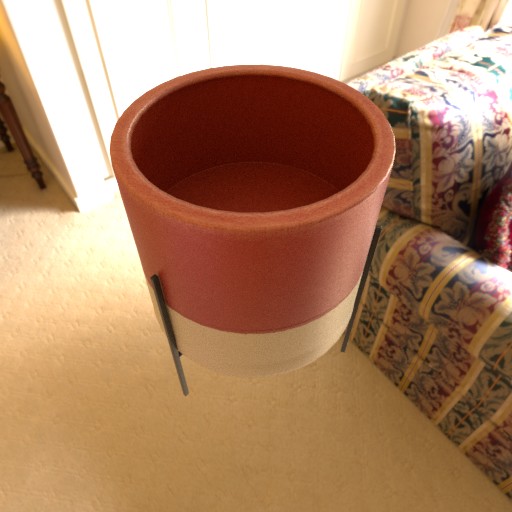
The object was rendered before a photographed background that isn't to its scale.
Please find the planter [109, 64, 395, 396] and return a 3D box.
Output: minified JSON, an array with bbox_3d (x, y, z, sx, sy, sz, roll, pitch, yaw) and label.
[{"bbox_3d":[0.000,0.000,0.711,0.354,0.465,0.345,10,49,9],"label":"planter"}]
